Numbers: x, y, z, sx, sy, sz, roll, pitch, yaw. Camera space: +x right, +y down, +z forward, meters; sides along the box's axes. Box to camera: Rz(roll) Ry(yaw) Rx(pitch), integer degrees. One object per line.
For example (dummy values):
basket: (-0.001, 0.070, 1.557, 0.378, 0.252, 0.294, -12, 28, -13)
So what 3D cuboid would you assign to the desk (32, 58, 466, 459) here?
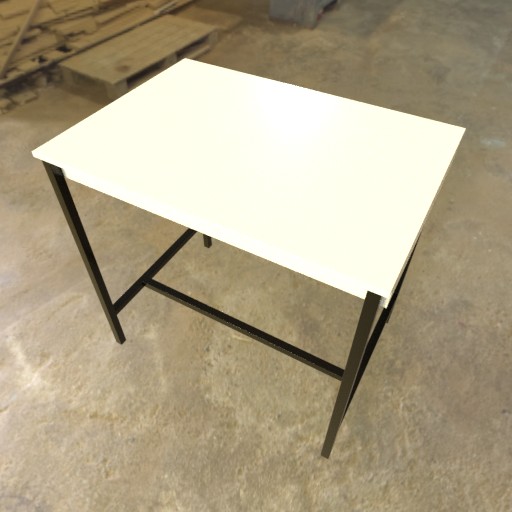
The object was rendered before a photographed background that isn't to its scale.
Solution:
desk: (0.000, 0.000, 1.286, 0.811, 0.766, 0.573, 22, 50, 20)
